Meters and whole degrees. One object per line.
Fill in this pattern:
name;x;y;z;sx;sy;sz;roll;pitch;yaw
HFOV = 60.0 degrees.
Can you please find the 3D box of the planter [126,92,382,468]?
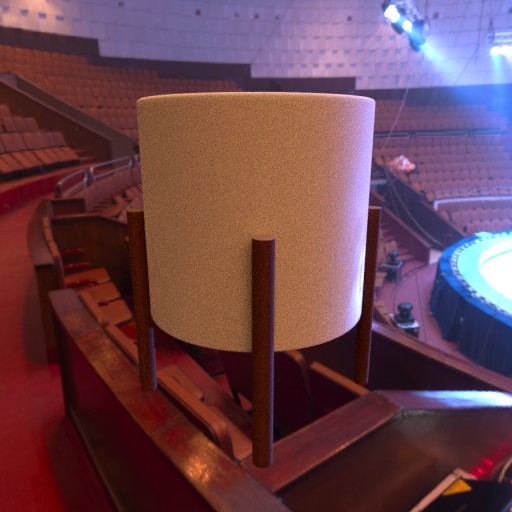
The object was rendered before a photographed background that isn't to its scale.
planter;0.000;0.000;0.880;0.421;0.581;0.420;15;22;43
